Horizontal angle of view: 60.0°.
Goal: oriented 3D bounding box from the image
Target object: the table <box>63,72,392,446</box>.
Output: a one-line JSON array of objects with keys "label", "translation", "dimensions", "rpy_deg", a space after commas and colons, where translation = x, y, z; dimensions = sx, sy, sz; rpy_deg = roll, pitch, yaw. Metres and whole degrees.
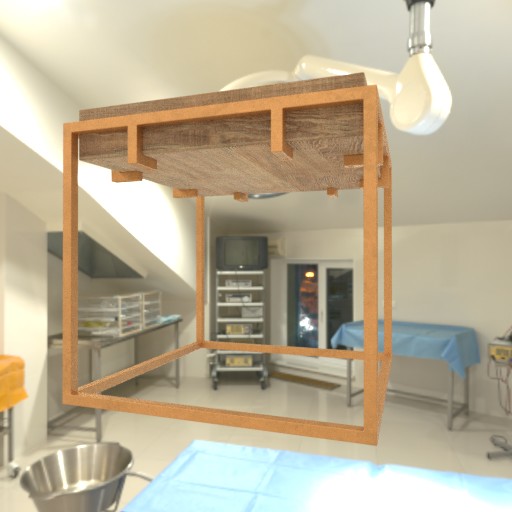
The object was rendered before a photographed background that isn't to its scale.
[{"label": "table", "translation": [0.000, 0.000, 1.059], "dimensions": [0.599, 0.584, 0.599], "rpy_deg": [0, 0, 19]}]
